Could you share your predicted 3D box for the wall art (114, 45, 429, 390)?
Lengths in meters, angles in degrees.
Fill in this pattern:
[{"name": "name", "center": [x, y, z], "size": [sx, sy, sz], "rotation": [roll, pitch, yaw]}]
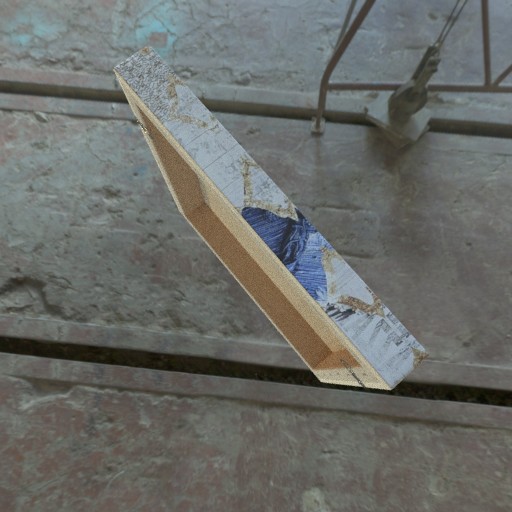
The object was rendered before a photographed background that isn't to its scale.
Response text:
[{"name": "wall art", "center": [0.000, 0.000, 0.453], "size": [0.036, 0.304, 0.303], "rotation": [-39, 78, -9]}]
